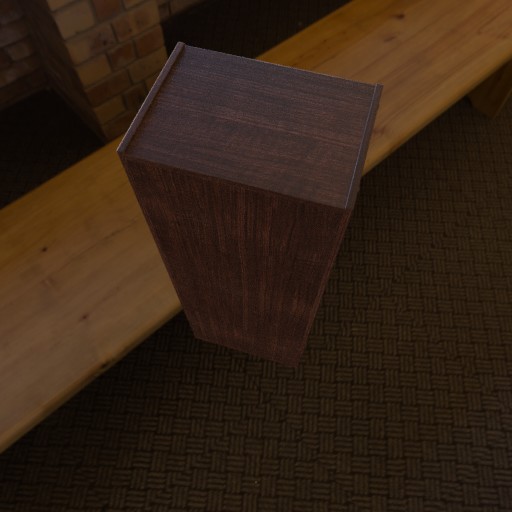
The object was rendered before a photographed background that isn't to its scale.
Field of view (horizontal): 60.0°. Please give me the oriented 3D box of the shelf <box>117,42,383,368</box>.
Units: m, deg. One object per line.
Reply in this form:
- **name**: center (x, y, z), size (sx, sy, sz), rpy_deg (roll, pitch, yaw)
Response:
- **shelf**: center (0.000, 0.000, 1.281), size (0.415, 1.099, 0.290), rpy_deg (15, 64, 8)
